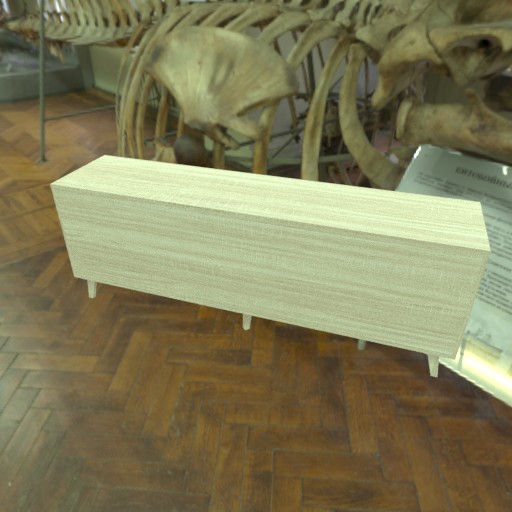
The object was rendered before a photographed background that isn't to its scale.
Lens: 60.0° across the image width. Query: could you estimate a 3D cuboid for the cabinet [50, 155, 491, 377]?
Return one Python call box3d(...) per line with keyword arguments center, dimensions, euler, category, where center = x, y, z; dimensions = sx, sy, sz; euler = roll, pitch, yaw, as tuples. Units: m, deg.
box3d(center=(0.000, 0.000, 2.522), dimensions=(2.200, 0.780, 0.500), euler=(10, 33, 16), category="cabinet")
